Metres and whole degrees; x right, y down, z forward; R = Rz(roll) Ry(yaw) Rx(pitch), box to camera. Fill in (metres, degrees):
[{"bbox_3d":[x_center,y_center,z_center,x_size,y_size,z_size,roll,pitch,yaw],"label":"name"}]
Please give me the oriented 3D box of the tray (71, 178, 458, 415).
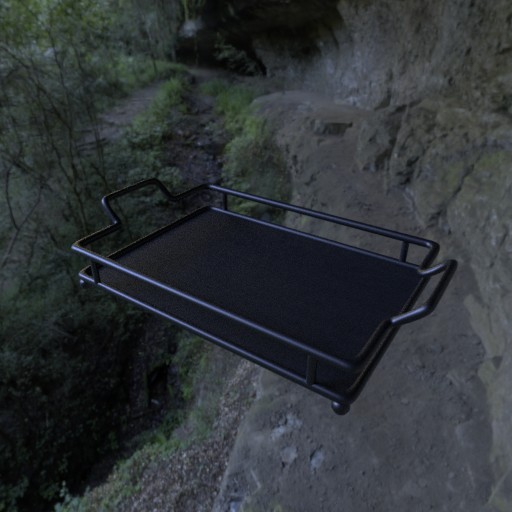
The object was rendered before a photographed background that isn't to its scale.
[{"bbox_3d":[0.000,0.000,0.615,0.495,0.101,0.297,19,35,29],"label":"tray"}]
